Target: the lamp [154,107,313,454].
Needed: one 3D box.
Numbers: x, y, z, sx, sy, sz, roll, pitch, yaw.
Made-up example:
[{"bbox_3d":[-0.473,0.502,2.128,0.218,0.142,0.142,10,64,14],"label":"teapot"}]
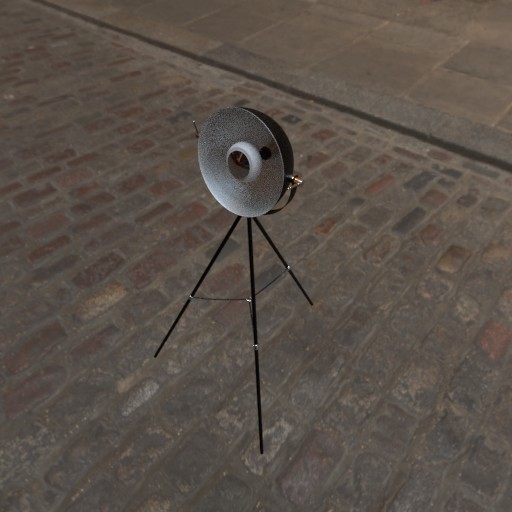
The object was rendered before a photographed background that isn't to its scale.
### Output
[{"bbox_3d":[0.000,0.000,2.024,0.817,1.512,0.920,30,53,26],"label":"lamp"}]
